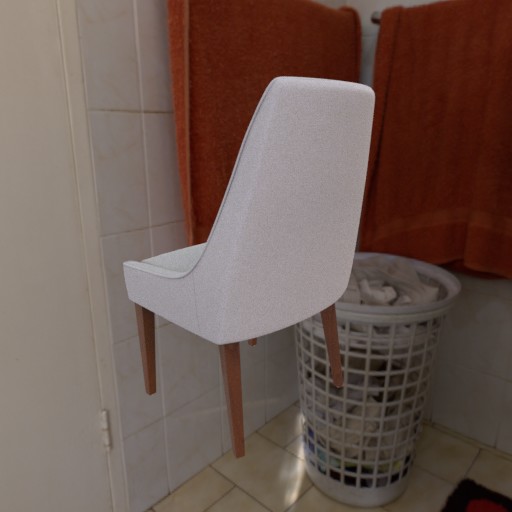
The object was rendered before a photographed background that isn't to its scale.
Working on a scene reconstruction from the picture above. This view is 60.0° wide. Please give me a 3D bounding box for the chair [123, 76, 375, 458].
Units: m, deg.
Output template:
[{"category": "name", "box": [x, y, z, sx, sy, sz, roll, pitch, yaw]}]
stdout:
[{"category": "chair", "box": [0.000, 0.000, 1.214, 0.544, 0.861, 0.529, 15, 22, 42]}]
